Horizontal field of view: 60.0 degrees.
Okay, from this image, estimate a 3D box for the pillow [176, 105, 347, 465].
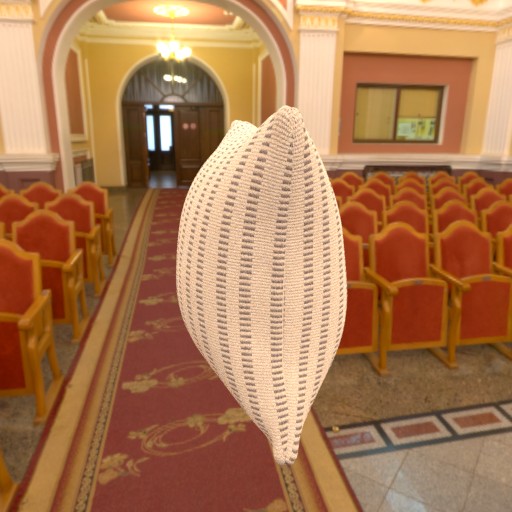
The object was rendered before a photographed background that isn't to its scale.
[{"bbox_3d":[0.000,0.000,0.688,0.247,0.419,0.438,-3,15,-9],"label":"pillow"}]
